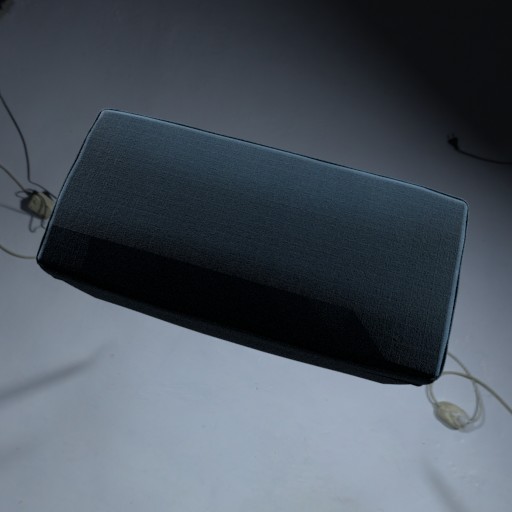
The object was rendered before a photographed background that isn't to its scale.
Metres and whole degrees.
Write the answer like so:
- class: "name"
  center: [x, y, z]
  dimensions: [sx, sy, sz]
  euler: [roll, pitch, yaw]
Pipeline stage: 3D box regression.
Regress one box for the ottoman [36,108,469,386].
- class: "ottoman"
  center: [0.000, 0.000, 1.220]
  dimensions: [0.943, 0.474, 0.474]
  euler: [16, 75, 4]
